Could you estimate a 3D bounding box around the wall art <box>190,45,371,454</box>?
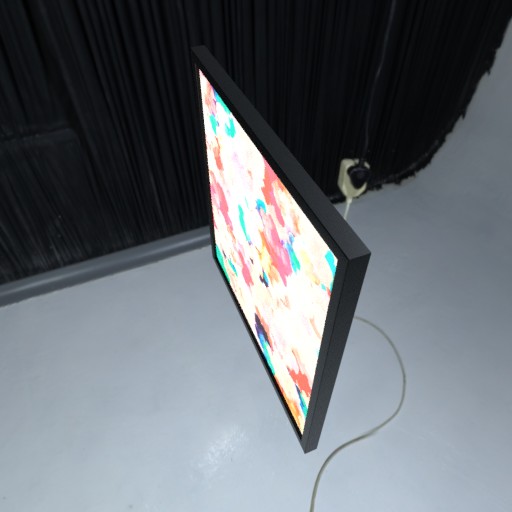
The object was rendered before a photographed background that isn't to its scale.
[{"bbox_3d":[0.000,0.000,1.124,0.036,0.755,0.756,-17,49,-15],"label":"wall art"}]
